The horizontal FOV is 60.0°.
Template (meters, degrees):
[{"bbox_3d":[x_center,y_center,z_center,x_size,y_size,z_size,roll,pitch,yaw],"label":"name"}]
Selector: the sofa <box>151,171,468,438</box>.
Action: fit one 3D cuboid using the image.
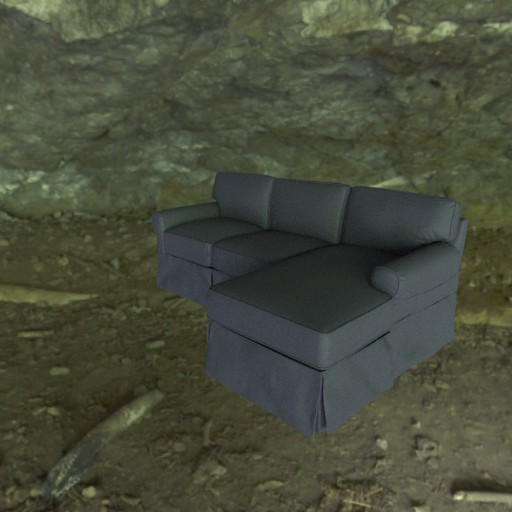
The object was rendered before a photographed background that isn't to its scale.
[{"bbox_3d":[0.000,0.000,3.368,2.518,1.039,1.637,16,23,42],"label":"sofa"}]
